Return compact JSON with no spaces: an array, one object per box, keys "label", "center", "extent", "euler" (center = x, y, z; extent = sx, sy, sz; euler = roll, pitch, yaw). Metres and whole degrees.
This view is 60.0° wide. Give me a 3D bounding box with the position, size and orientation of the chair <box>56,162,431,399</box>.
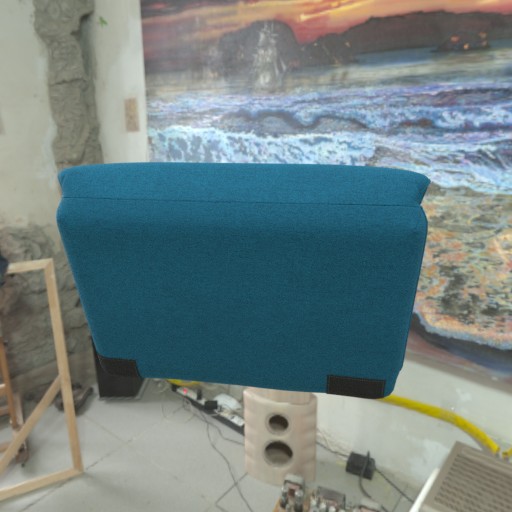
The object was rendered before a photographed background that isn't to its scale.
[{"label":"chair","center":[0.000,0.000,1.306],"extent":[0.820,0.580,0.780],"euler":[2,17,8]}]
